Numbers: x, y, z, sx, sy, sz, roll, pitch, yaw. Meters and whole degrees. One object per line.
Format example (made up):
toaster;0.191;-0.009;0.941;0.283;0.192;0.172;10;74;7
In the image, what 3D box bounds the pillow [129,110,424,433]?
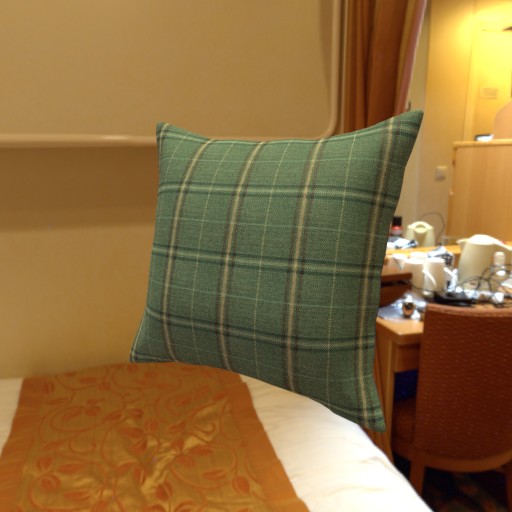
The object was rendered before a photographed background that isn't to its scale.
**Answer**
pillow;0.000;0.000;0.698;0.453;0.430;0.200;6;14;26
